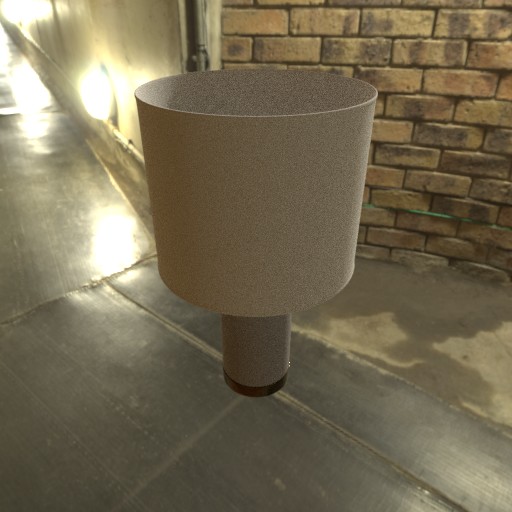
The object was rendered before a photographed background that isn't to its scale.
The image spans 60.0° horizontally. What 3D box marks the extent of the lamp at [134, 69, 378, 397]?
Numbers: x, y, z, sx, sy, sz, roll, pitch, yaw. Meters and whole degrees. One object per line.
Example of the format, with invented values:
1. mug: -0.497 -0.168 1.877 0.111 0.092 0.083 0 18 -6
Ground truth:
1. lamp: 0.000 0.000 0.525 0.229 0.380 0.229 0 31 0
